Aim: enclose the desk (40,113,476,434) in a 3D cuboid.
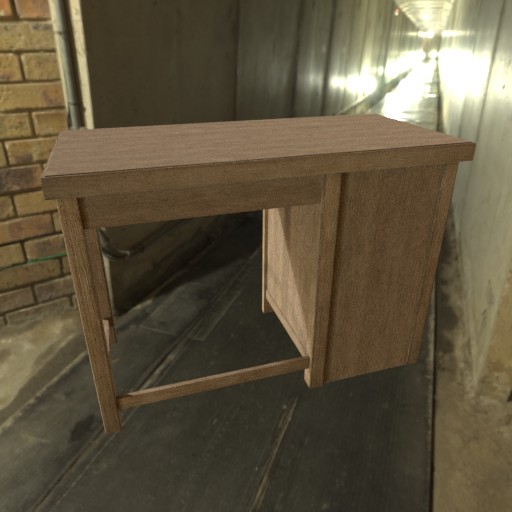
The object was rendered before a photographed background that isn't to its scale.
[{"bbox_3d":[0.000,0.000,1.710,1.289,0.912,0.610,-8,28,-15],"label":"desk"}]
